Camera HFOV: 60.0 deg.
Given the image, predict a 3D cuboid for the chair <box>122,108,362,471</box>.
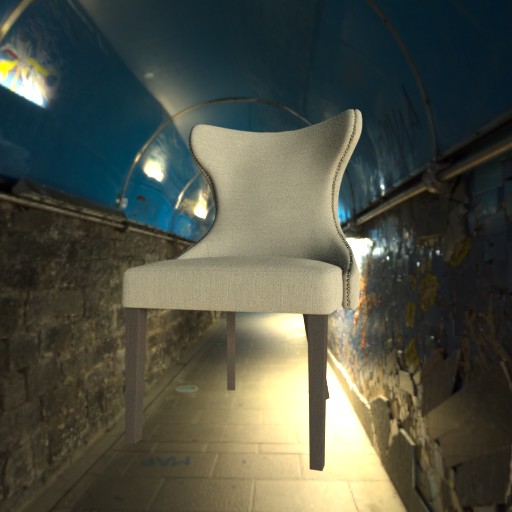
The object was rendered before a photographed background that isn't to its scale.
[{"bbox_3d":[0.000,0.000,1.362,0.628,0.967,0.635,0,-1,18],"label":"chair"}]
